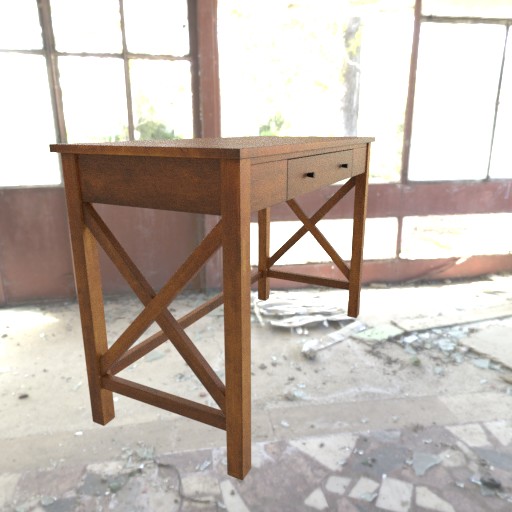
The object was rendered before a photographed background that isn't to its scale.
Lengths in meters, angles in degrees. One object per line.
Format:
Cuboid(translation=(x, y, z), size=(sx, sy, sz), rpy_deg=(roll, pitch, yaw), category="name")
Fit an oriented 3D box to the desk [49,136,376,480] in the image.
Cuboid(translation=(0.000, 0.000, 1.499), size=(0.508, 0.762, 1.117), rpy_deg=(8, 18, 26), category="desk")
